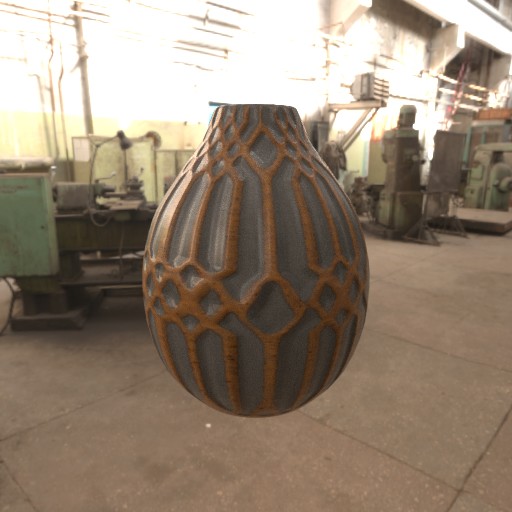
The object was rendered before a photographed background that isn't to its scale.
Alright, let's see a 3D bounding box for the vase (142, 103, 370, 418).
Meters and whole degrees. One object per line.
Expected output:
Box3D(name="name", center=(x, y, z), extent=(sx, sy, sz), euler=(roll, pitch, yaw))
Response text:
Box3D(name="vase", center=(0.000, 0.000, 0.137), extent=(0.069, 0.088, 0.069), euler=(0, 14, 0))
